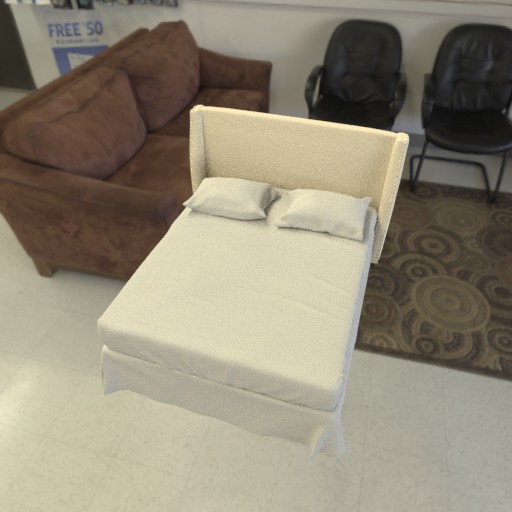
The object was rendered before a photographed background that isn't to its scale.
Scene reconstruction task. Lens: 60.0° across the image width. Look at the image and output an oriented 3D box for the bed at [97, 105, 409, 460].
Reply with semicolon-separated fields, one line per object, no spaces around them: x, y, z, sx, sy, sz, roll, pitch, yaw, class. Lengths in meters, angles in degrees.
0.000;0.000;3.470;1.925;1.332;2.276;12;43;13;bed
